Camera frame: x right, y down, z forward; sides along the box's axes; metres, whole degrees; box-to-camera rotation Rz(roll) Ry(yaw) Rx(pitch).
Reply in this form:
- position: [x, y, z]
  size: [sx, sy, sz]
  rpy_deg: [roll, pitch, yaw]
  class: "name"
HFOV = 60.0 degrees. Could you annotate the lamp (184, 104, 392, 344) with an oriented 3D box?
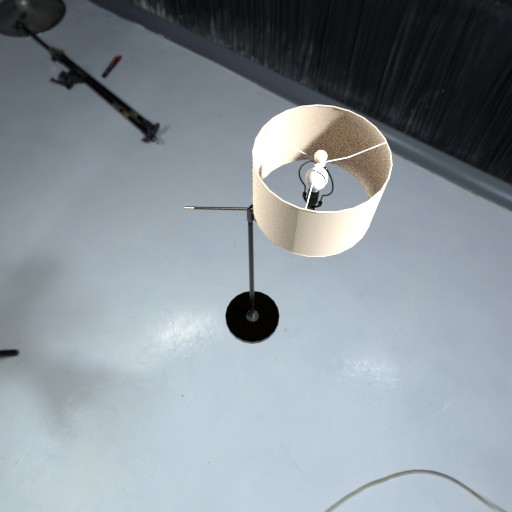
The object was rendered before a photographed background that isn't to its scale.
- position: [0.000, 0.000, 1.962]
  size: [0.809, 1.635, 0.373]
  rpy_deg: [33, 67, 16]
  class: "lamp"
